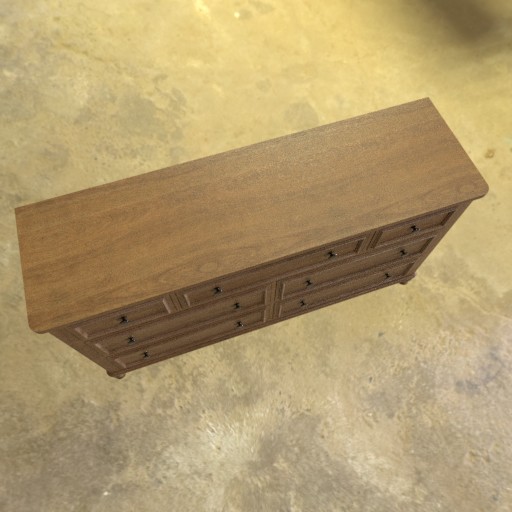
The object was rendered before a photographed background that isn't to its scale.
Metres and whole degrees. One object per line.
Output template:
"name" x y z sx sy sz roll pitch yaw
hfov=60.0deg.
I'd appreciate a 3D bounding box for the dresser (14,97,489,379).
"dresser" 0.000 0.000 1.928 1.583 0.892 0.468 -17 66 -8
